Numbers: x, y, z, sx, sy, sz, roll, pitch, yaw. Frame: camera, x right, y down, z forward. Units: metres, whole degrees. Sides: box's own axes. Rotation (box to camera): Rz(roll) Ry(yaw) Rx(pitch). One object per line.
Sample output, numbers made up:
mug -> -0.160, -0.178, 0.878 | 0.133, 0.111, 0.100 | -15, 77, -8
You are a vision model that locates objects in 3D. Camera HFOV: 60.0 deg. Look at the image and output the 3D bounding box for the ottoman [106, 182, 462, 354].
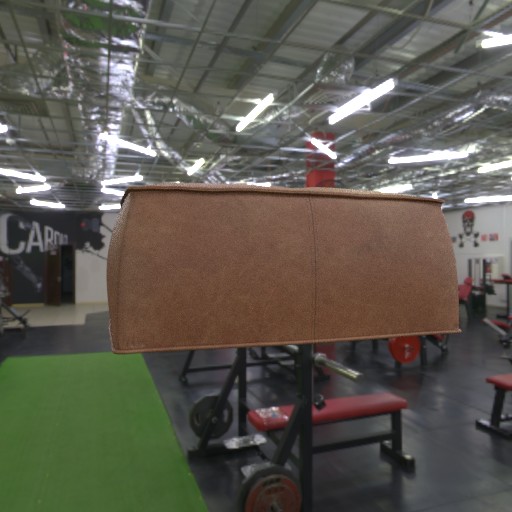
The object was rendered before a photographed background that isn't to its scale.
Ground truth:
ottoman -> 0.000, 0.000, 1.419 | 0.902, 0.395, 0.901 | 0, 0, -17
